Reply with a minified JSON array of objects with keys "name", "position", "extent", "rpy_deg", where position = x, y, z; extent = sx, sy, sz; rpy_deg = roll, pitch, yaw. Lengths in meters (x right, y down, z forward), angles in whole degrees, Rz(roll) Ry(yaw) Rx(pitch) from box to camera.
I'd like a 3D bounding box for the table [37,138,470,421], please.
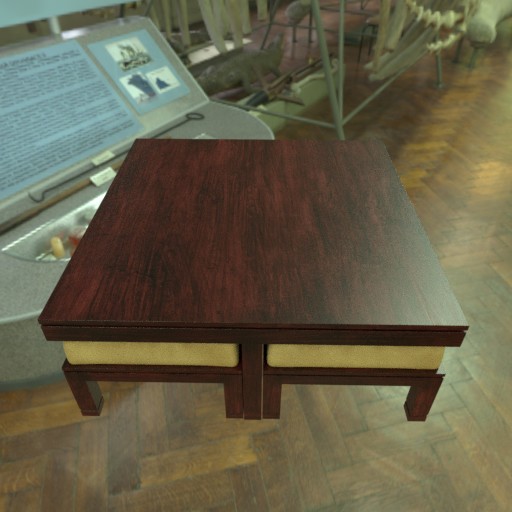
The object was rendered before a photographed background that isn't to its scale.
[{"name":"table","position":[0.000,0.000,1.334],"extent":[0.865,0.356,0.865],"rpy_deg":[1,39,1]}]
